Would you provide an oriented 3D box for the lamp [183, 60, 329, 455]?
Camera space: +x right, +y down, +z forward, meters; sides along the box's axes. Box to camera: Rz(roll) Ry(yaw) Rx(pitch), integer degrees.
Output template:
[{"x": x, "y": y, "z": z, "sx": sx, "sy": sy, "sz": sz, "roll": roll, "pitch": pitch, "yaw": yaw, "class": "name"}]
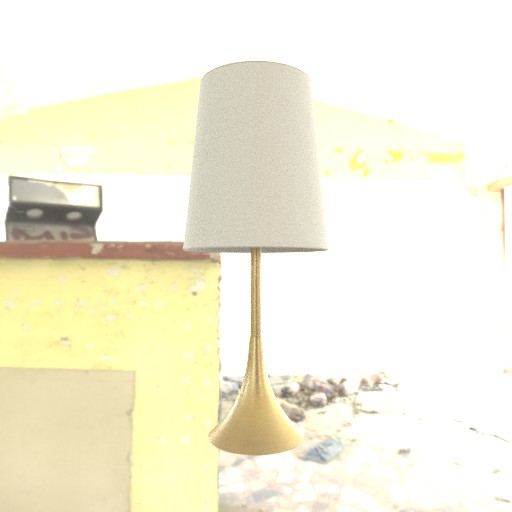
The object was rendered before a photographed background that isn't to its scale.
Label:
[{"x": 0.000, "y": 0.000, "z": 0.710, "sx": 0.231, "sy": 0.569, "sz": 0.231, "roll": 0, "pitch": -2, "yaw": 0, "class": "lamp"}]
